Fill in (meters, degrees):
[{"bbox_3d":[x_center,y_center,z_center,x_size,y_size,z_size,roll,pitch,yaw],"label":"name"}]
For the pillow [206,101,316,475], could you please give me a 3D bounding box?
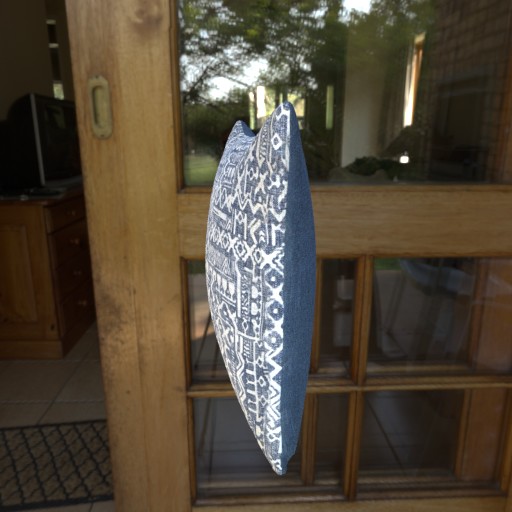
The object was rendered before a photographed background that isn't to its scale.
[{"bbox_3d":[0.000,0.000,0.794,0.180,0.487,0.546,-2,15,-7],"label":"pillow"}]
